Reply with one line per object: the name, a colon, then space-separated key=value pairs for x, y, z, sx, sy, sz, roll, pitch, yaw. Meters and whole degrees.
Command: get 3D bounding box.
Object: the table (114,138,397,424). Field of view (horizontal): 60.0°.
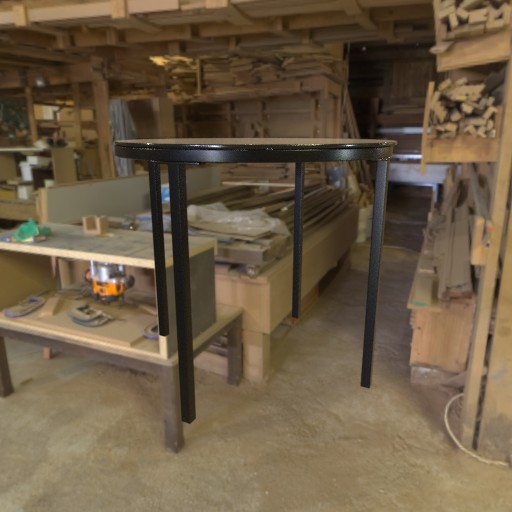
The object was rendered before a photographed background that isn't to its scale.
table: x=0.000 y=0.000 z=0.877 sx=0.499 sy=0.443 sz=0.499 roll=0 pitch=16 yaw=0
